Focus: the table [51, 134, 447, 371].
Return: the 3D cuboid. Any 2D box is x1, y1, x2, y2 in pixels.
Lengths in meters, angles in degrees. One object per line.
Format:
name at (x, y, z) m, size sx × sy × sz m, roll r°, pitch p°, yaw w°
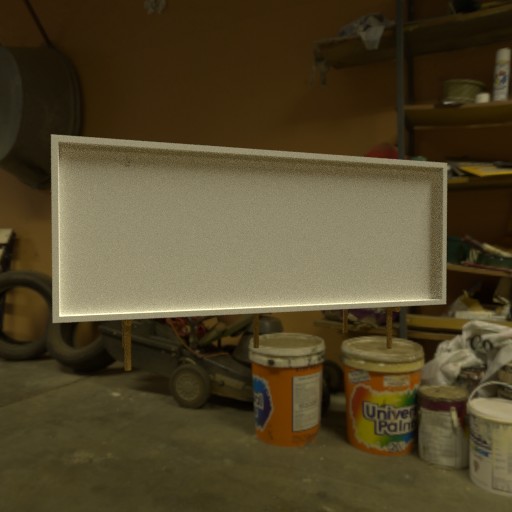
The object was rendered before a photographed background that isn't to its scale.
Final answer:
table at (0.000, 0.000, 1.853) m, size 1.500 × 0.769 × 0.508 m, roll 0°, pitch 1°, yaw -18°
